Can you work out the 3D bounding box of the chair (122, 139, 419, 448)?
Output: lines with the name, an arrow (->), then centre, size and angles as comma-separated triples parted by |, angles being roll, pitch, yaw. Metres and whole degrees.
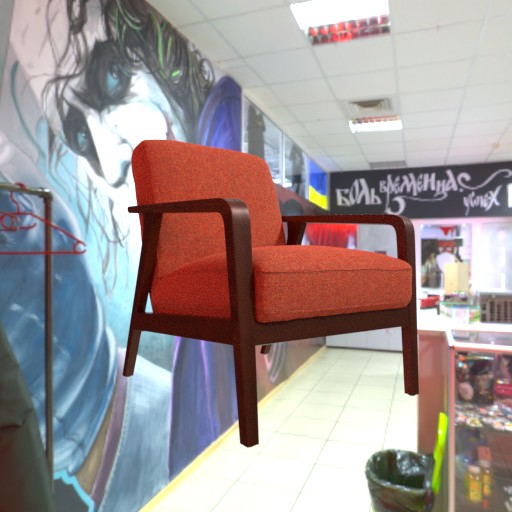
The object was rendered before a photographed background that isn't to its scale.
chair -> 0.000, 0.000, 1.542 | 0.719, 0.890, 0.860 | 0, -1, -37
